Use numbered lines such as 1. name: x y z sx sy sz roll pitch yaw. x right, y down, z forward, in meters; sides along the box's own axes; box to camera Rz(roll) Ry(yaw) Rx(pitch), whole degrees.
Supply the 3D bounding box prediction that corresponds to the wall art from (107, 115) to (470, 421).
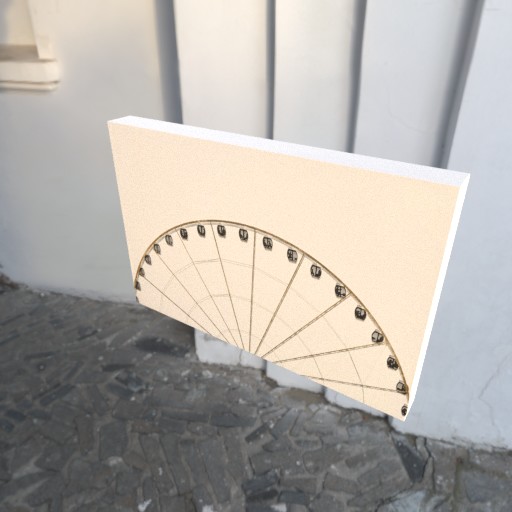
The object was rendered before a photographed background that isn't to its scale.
1. wall art: 0.000 0.000 0.494 0.384 0.254 0.039 18 34 29
